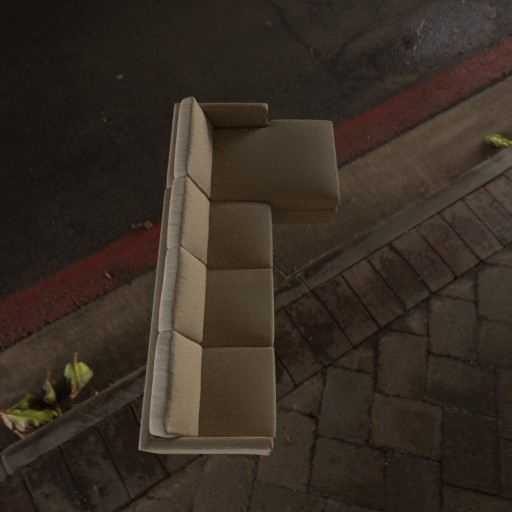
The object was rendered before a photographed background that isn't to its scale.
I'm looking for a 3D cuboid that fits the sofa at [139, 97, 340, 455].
[{"bbox_3d":[0.000,0.000,3.937,1.622,0.871,3.206,0,64,0],"label":"sofa"}]
